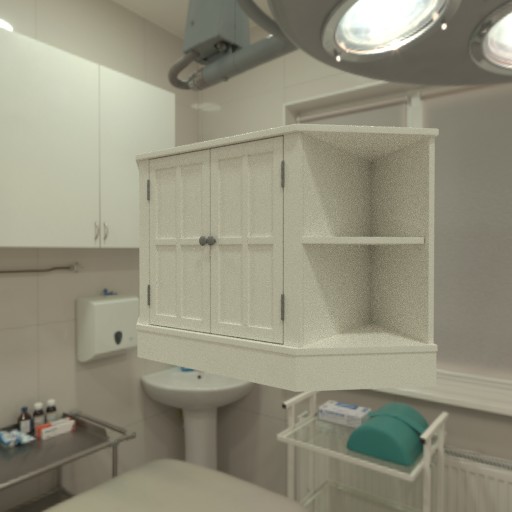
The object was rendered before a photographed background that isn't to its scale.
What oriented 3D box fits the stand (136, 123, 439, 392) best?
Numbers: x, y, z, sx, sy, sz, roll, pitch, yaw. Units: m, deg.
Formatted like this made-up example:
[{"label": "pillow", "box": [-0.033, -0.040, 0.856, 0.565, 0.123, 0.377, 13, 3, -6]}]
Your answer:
[{"label": "stand", "box": [0.000, 0.000, 1.370, 1.072, 0.614, 0.477, 1, 1, 36]}]
